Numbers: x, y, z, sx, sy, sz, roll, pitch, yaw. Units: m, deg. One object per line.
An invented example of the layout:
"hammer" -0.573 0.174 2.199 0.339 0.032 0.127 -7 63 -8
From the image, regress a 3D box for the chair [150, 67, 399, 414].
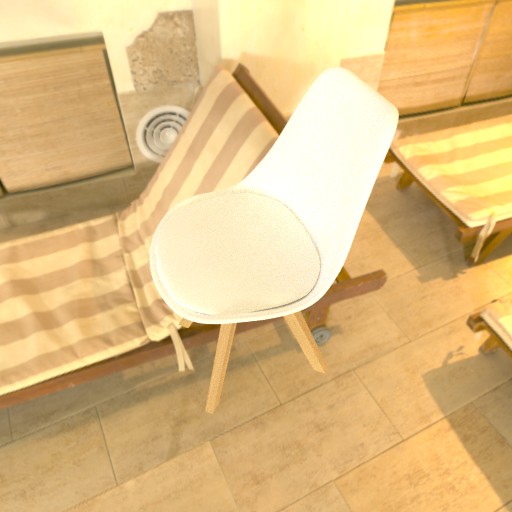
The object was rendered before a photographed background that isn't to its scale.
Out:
"chair" 0.000 0.000 1.185 0.550 0.849 0.485 -16 48 -14
